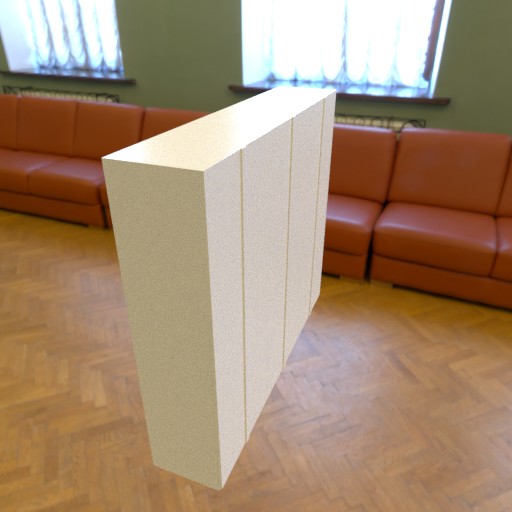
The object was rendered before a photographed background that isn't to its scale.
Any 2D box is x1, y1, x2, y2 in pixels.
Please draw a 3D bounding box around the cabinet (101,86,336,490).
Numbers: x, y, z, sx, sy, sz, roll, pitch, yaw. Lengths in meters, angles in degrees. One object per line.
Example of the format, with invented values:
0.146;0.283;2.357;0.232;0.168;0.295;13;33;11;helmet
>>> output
0.000;0.000;3.798;0.590;2.370;2.700;11;30;19;cabinet
